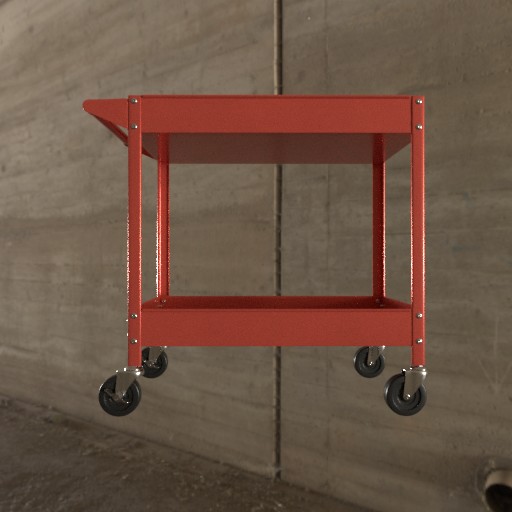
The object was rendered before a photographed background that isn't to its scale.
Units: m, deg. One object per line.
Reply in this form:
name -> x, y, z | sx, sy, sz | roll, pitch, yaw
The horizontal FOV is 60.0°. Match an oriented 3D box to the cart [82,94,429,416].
cart -> 0.000, 0.000, 1.152 | 0.779, 0.719, 0.366 | 0, 0, 0
